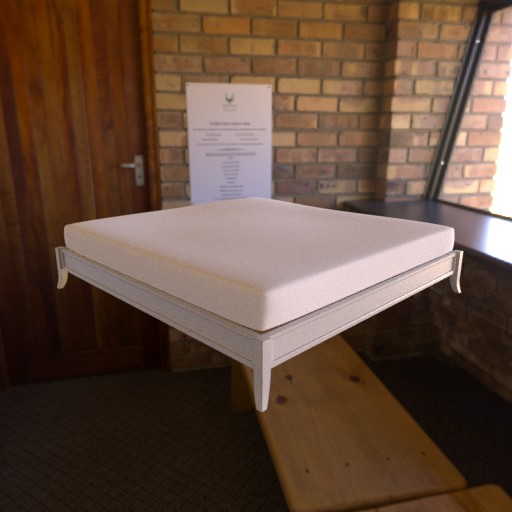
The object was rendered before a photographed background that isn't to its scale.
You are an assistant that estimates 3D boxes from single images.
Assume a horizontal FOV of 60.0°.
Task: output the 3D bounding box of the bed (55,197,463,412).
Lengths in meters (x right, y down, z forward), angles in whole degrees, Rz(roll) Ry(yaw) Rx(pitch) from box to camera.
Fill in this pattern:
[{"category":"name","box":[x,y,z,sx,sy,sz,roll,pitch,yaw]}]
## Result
[{"category":"bed","box":[0.000,0.000,3.126,2.007,0.510,2.108,-15,21,-42]}]
